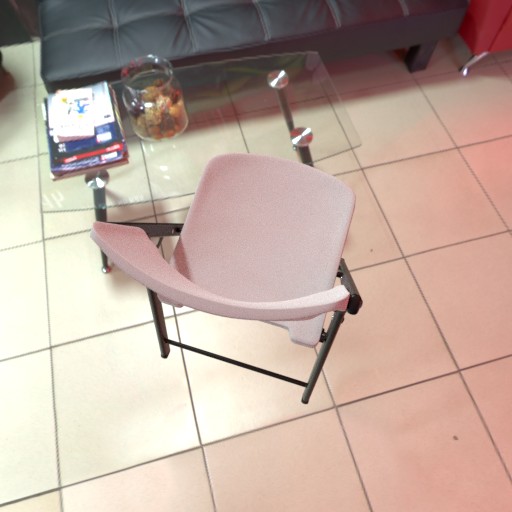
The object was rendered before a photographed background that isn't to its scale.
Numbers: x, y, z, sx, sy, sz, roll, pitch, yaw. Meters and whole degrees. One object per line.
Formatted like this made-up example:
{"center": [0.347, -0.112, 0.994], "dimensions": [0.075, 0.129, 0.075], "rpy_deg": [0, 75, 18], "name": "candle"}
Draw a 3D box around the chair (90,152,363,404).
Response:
{"center": [0.000, 0.000, 1.110], "dimensions": [0.482, 0.765, 0.577], "rpy_deg": [16, 64, 8], "name": "chair"}
